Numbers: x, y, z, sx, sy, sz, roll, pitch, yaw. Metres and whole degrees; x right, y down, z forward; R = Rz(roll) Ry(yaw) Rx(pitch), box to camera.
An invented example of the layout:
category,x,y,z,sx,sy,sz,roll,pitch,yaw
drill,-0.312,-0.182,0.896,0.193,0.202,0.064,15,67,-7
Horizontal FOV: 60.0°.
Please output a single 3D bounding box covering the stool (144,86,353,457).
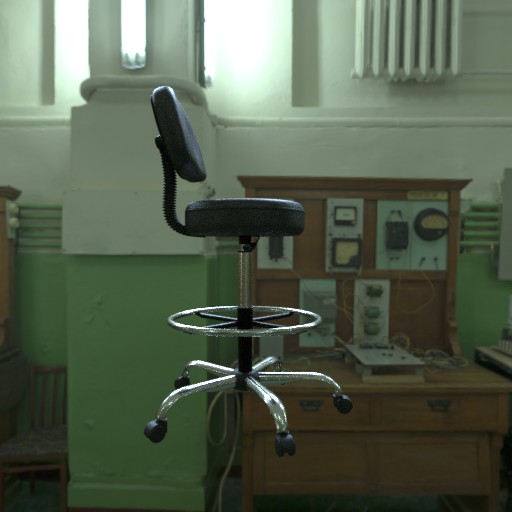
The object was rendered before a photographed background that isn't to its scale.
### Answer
category,x,y,z,sx,sy,sz,roll,pitch,yaw
stool,0.000,0.000,1.506,0.658,1.069,0.694,0,1,0
